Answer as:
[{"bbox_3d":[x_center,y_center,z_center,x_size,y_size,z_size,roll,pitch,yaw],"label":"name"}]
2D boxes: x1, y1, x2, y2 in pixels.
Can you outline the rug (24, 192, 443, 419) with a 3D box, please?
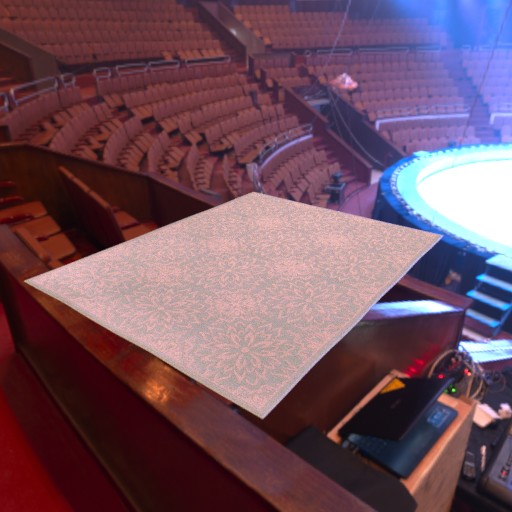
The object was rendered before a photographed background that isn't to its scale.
[{"bbox_3d":[0.000,0.000,3.933,2.363,0.012,2.980,18,31,33],"label":"rug"}]
